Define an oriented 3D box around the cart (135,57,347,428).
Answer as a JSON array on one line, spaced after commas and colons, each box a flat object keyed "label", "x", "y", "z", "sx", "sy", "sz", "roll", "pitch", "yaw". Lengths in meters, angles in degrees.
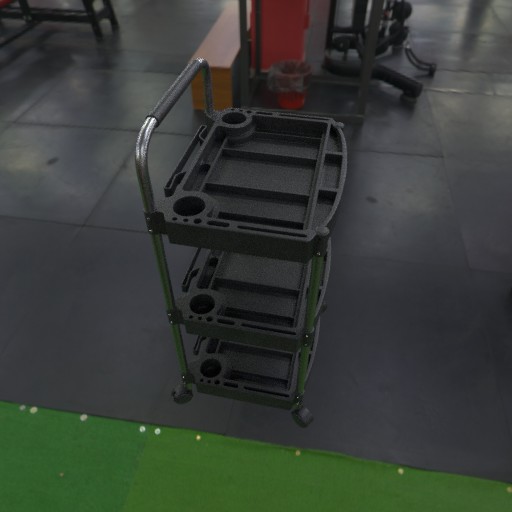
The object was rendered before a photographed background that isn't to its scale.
[{"label": "cart", "x": 0.000, "y": 0.000, "z": 1.409, "sx": 0.518, "sy": 1.075, "sz": 0.584, "roll": 8, "pitch": 45, "yaw": 8}]
